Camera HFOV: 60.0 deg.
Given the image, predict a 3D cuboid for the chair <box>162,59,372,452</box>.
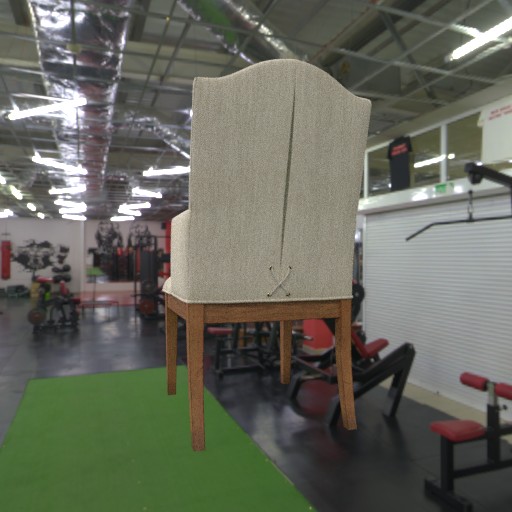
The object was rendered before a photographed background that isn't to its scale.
[{"bbox_3d":[0.000,0.000,1.429,0.533,1.016,0.641,0,0,-19],"label":"chair"}]
